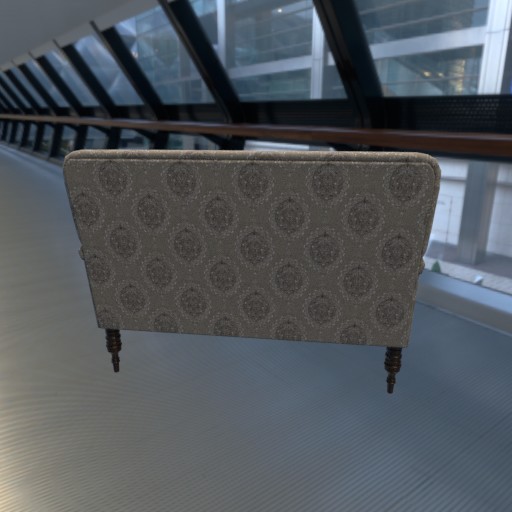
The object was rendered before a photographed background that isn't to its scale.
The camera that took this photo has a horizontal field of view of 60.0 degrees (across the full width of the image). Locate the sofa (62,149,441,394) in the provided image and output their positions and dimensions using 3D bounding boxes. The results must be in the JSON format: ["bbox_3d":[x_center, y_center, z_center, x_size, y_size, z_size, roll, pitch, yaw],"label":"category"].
[{"bbox_3d":[0.000,0.000,1.832,1.297,0.889,0.779,2,17,8],"label":"sofa"}]
